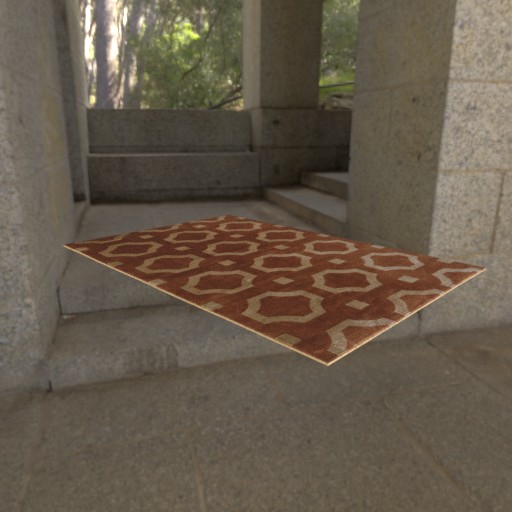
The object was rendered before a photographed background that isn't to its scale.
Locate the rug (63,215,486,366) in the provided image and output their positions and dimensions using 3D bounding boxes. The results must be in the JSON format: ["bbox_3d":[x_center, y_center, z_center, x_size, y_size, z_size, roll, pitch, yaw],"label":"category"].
[{"bbox_3d":[0.000,0.000,2.865,1.555,0.016,2.286,-16,22,-43],"label":"rug"}]
